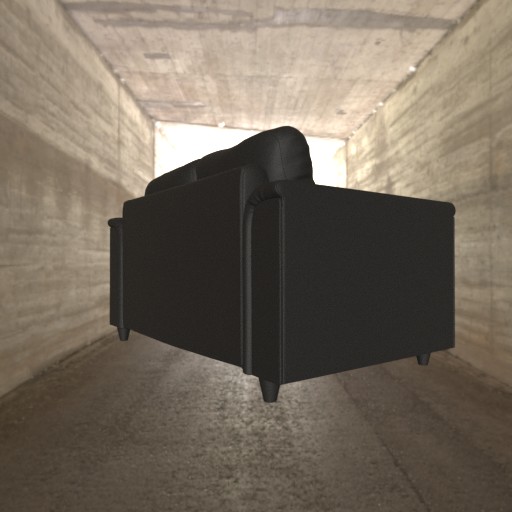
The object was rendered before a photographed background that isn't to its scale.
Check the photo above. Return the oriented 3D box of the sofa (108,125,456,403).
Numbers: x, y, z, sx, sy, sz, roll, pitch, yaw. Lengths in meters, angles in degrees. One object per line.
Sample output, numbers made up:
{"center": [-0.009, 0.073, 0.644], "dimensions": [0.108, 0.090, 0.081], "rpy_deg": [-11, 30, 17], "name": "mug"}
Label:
{"center": [0.000, 0.000, 1.982], "dimensions": [0.887, 0.845, 1.386], "rpy_deg": [0, -1, -36], "name": "sofa"}
